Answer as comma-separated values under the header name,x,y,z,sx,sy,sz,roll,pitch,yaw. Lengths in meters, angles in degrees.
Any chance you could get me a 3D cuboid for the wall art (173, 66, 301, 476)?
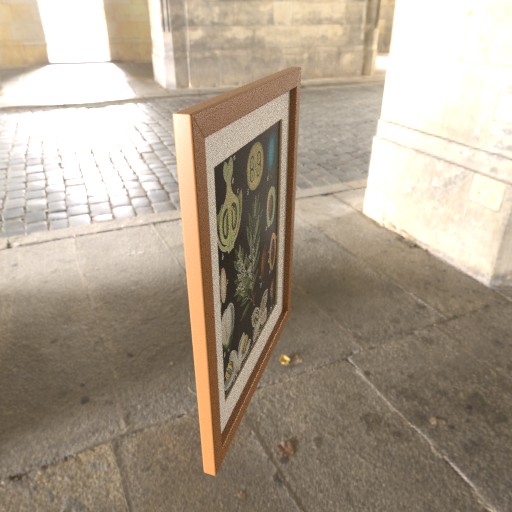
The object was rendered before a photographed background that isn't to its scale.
name,x,y,z,sx,sy,sz,roll,pitch,yaw
wall art,0.000,0.000,0.750,0.021,0.550,0.449,9,30,16
